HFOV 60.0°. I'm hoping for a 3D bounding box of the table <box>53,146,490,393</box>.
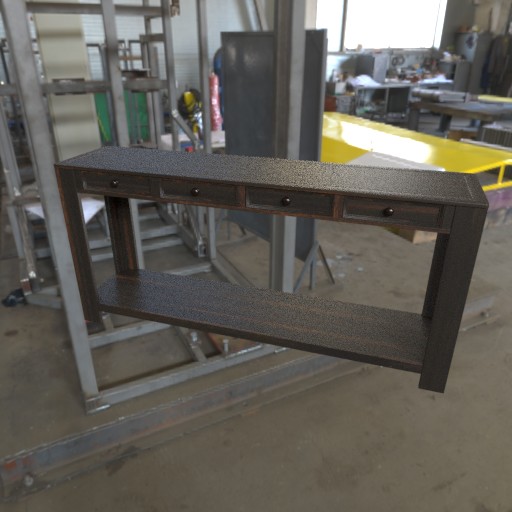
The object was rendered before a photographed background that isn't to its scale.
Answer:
[{"bbox_3d":[0.000,0.000,1.910,1.631,0.762,0.384,8,27,16],"label":"table"}]
